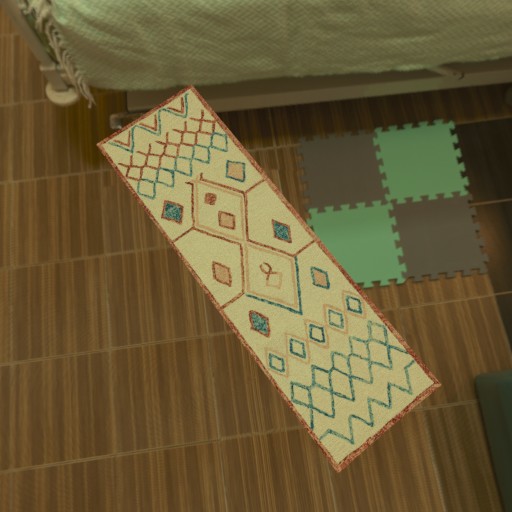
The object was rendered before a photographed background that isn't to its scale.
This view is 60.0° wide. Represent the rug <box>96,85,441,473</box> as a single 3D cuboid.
[{"bbox_3d":[0.000,0.000,2.665,0.750,0.011,2.435,-36,78,-9],"label":"rug"}]
